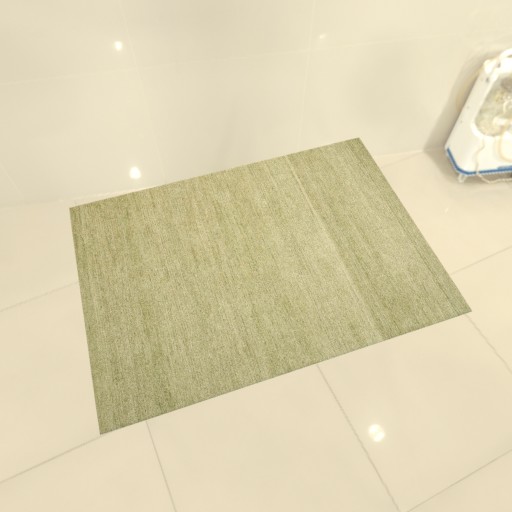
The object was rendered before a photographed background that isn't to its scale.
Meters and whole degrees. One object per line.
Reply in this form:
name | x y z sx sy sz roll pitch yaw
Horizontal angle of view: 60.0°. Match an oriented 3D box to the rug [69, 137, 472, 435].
rug | 0.000 0.000 2.937 2.270 0.017 1.606 -16 59 -10
